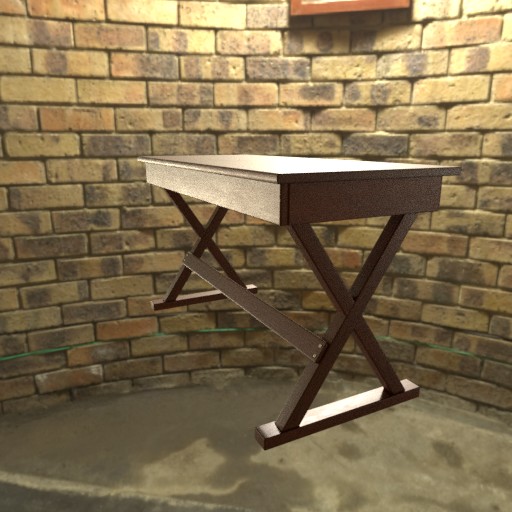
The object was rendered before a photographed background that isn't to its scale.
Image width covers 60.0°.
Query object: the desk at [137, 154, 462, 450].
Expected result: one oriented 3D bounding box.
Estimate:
[{"bbox_3d":[0.000,0.000,1.798,0.600,0.761,1.372,-7,16,-26],"label":"desk"}]
